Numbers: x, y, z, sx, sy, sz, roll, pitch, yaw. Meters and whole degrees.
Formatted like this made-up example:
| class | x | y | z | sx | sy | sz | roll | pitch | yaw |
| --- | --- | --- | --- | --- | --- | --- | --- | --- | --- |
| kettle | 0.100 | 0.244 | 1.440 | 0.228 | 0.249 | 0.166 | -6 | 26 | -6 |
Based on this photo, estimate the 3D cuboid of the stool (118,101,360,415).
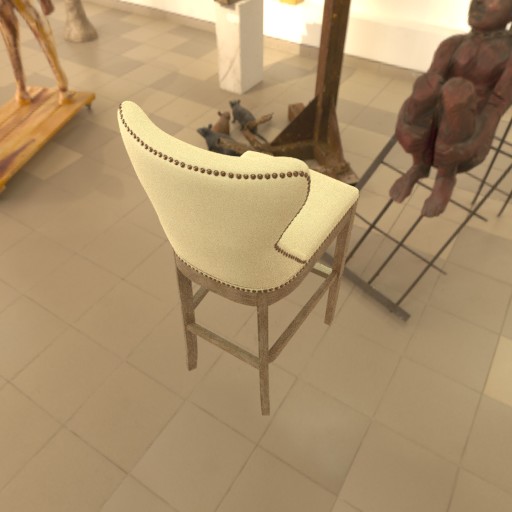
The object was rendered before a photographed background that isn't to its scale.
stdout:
| class | x | y | z | sx | sy | sz | roll | pitch | yaw |
| --- | --- | --- | --- | --- | --- | --- | --- | --- | --- |
| stool | 0.000 | 0.000 | 1.440 | 0.494 | 1.123 | 0.606 | 24 | 51 | 21 |
